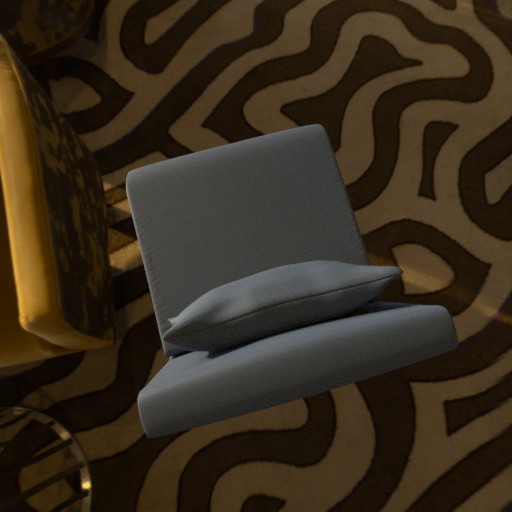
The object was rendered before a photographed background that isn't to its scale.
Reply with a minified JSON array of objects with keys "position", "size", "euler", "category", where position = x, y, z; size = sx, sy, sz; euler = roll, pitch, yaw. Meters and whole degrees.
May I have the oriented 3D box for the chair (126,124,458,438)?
[{"position":[0.000,0.000,1.492],"size":[0.770,0.808,0.900],"euler":[-15,76,-4],"category":"chair"}]
